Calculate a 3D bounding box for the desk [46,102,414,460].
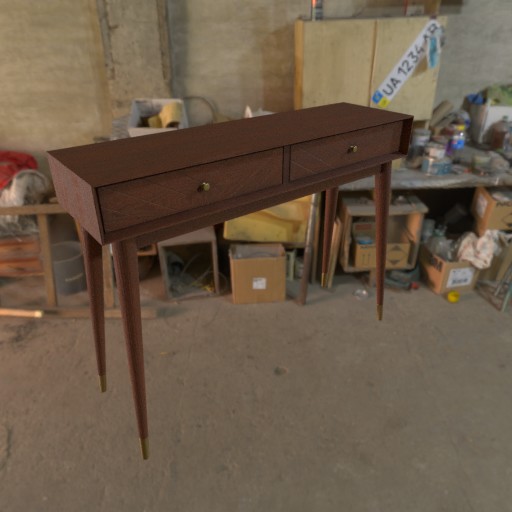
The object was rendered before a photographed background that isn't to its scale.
[{"bbox_3d":[0.000,0.000,1.644,1.204,0.917,0.384,-21,35,-32],"label":"desk"}]
